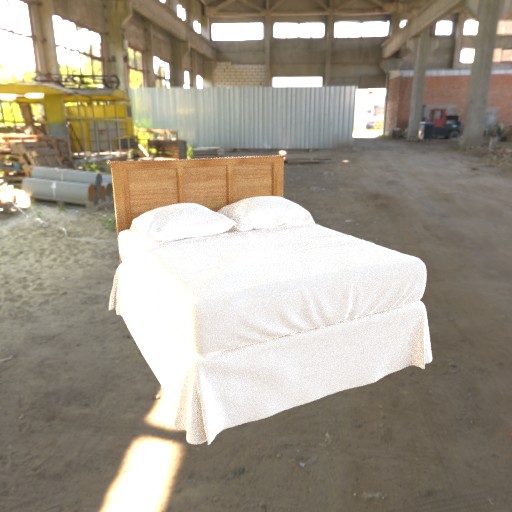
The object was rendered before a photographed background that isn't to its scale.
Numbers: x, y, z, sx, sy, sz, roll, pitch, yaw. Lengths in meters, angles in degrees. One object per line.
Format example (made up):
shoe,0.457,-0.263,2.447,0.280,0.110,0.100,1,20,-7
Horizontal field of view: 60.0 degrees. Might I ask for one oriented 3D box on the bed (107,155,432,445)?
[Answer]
bed,0.000,0.000,3.260,1.870,1.273,2.035,-9,19,-26
